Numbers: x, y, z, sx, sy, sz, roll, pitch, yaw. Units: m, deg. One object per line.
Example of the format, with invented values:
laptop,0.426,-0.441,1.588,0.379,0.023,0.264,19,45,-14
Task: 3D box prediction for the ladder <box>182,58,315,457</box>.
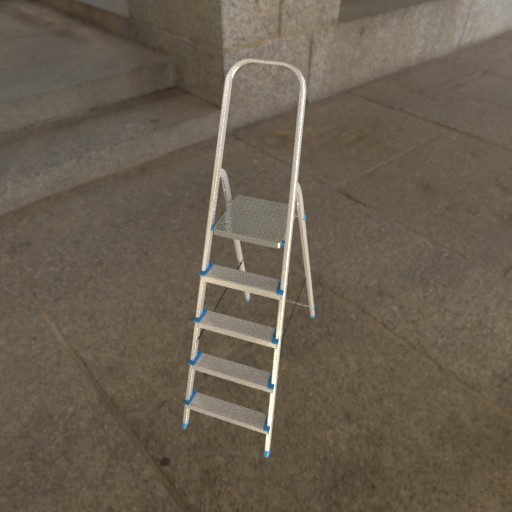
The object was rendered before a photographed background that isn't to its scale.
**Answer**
ladder,0.000,0.000,2.029,0.468,1.648,0.990,13,42,14
